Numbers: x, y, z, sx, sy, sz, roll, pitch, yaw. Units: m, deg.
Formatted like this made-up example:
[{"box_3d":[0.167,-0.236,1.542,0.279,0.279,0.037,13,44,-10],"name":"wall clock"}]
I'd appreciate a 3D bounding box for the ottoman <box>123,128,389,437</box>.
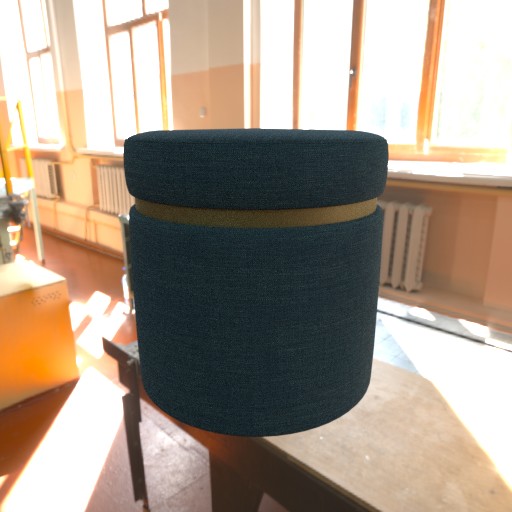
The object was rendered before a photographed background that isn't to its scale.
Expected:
[{"box_3d":[0.000,0.000,0.733,0.398,0.406,0.398,0,16,0],"name":"ottoman"}]
